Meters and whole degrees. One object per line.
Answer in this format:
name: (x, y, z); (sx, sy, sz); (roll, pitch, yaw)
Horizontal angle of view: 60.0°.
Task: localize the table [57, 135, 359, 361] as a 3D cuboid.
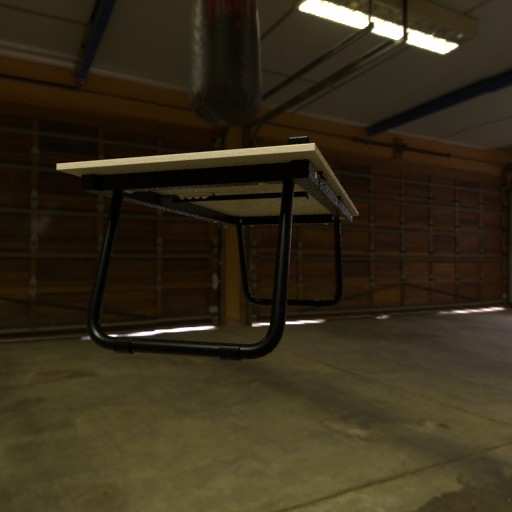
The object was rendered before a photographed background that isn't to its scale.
table: (0.000, 0.000, 0.807); (0.322, 0.242, 0.644); (0, -1, 17)
